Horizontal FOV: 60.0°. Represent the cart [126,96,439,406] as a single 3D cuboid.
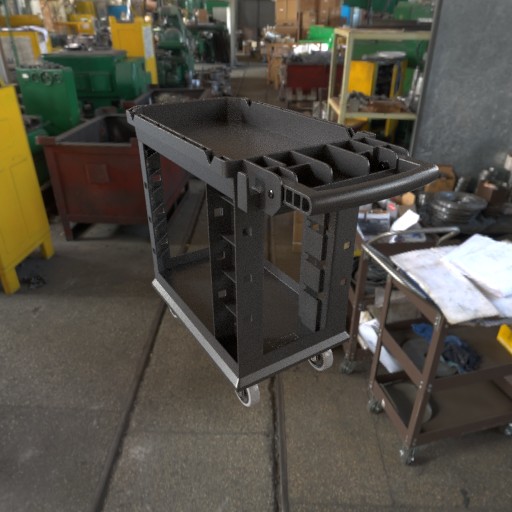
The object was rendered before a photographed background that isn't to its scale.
[{"bbox_3d":[0.000,0.000,1.548,0.497,0.884,1.061,-17,33,-28],"label":"cart"}]
